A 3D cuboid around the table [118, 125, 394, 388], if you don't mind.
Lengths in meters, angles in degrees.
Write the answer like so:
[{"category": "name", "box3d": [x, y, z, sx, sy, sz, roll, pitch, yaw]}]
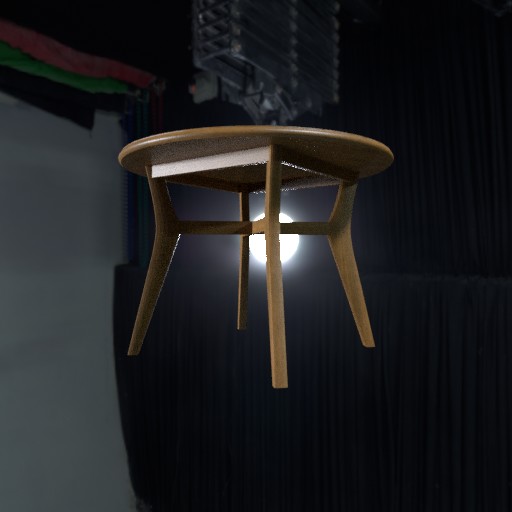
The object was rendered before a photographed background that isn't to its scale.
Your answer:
[{"category": "table", "box3d": [0.000, 0.000, 1.785, 1.055, 0.757, 1.055, 0, 1, 0]}]
